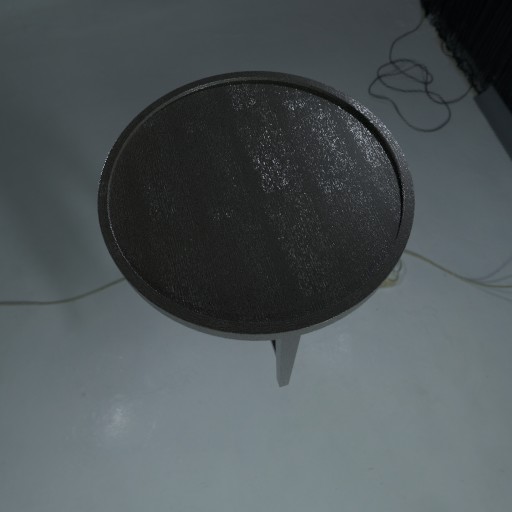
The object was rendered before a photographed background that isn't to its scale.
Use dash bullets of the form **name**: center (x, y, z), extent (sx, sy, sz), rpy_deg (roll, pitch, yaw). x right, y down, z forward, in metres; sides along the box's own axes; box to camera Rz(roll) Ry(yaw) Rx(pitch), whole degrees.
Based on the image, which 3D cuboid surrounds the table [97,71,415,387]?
- **table**: center (0.000, 0.000, 0.943), extent (0.500, 0.531, 0.500), rpy_deg (0, 63, 0)
